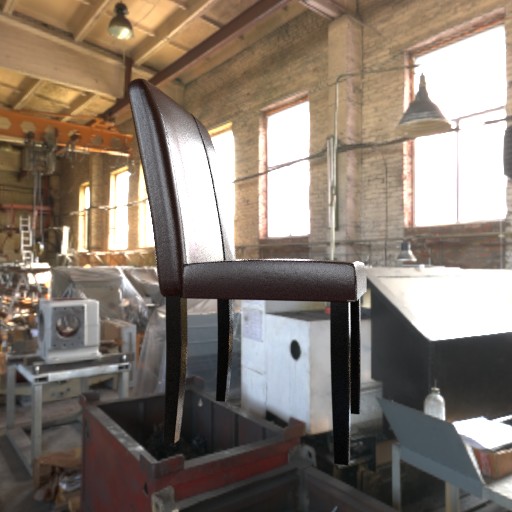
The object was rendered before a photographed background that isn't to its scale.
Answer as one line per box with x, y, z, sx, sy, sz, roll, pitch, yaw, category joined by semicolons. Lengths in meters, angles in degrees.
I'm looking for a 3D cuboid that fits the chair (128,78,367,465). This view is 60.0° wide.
0.000;0.000;1.191;0.556;0.897;0.399;0;-1;17;chair
